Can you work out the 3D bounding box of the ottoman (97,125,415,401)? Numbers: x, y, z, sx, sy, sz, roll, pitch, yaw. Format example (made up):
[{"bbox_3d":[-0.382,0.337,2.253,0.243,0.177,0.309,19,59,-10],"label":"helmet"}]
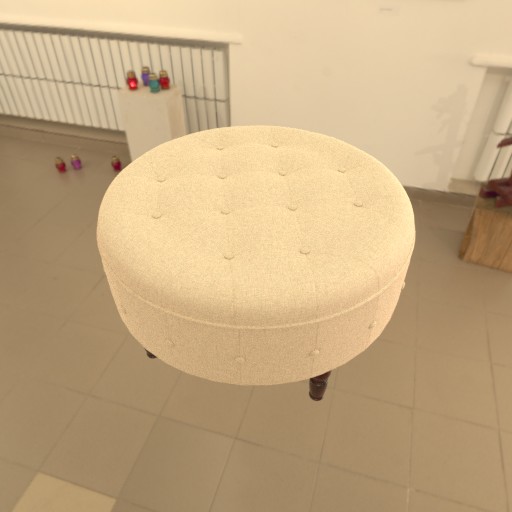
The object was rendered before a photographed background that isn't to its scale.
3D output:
[{"bbox_3d":[0.000,0.000,1.332,0.848,0.494,0.848,0,41,0],"label":"ottoman"}]
